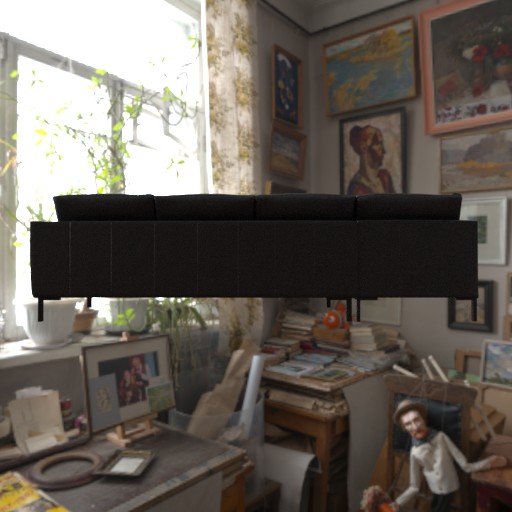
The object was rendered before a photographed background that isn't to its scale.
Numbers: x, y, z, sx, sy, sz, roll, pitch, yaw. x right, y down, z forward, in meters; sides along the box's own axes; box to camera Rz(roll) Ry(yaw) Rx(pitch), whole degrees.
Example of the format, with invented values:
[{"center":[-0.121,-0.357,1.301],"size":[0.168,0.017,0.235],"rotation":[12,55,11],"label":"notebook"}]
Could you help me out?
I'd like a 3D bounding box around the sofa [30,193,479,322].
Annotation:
[{"center":[0.000,0.000,3.848],"size":[2.984,0.877,1.938],"rotation":[0,-1,0],"label":"sofa"}]
